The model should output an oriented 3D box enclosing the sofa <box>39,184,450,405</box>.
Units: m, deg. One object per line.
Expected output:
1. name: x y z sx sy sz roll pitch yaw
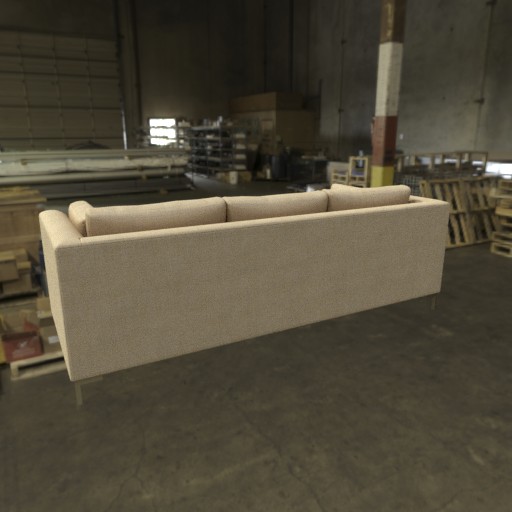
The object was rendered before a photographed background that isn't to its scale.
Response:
1. sofa: 0.000 0.000 2.860 2.415 0.867 0.969 -8 18 -28
